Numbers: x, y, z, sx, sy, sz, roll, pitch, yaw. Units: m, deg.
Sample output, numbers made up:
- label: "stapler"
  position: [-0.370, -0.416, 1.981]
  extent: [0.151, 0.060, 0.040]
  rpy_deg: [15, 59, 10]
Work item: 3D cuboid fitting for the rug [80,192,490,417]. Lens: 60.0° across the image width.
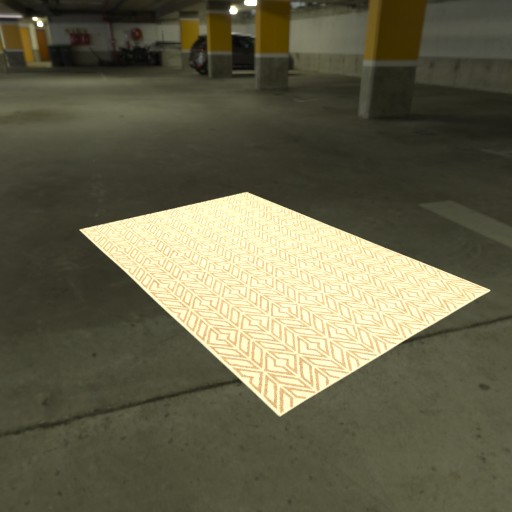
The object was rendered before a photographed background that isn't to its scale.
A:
- label: "rug"
  position: [0.000, 0.000, 2.286]
  extent: [1.220, 0.007, 1.828]
  rpy_deg: [-18, 31, -33]
